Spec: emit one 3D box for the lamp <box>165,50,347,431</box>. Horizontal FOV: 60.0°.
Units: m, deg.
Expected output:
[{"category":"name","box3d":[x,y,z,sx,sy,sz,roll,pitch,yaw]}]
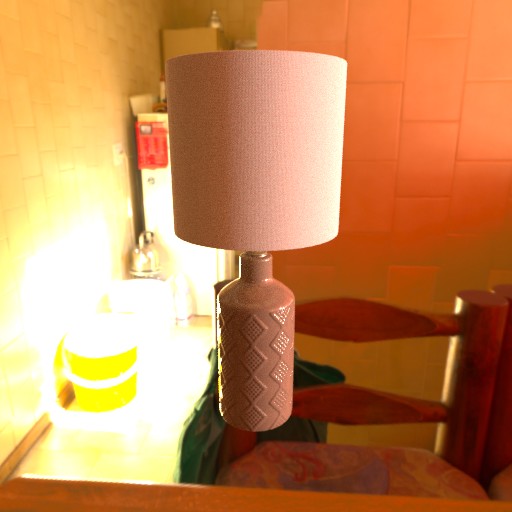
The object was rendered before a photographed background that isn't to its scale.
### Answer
[{"category":"lamp","box3d":[0.000,0.000,0.577,0.207,0.461,0.207,-8,18,-25]}]
